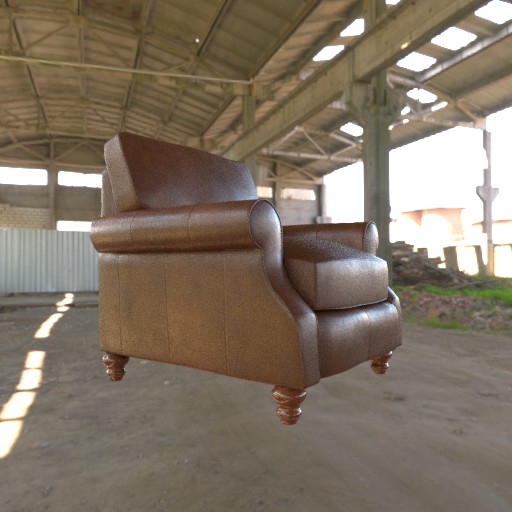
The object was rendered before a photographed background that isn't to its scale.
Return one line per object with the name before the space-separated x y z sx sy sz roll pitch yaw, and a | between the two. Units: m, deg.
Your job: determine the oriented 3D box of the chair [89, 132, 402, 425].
chair | 0.000 0.000 1.792 0.992 0.972 0.989 -1 -1 36
